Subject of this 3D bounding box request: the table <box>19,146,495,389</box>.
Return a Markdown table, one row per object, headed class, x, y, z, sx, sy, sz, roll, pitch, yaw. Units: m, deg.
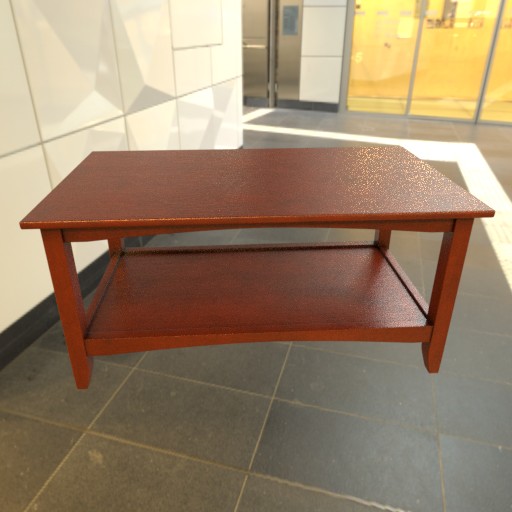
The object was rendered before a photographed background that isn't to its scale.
| class | x | y | z | sx | sy | sz | roll | pitch | yaw |
| --- | --- | --- | --- | --- | --- | --- | --- | --- | --- |
| table | 0.000 | 0.000 | 1.213 | 0.943 | 0.456 | 0.533 | -2 | 28 | -3 |
